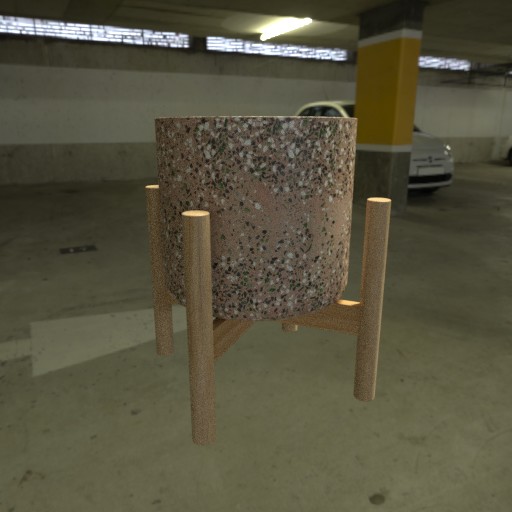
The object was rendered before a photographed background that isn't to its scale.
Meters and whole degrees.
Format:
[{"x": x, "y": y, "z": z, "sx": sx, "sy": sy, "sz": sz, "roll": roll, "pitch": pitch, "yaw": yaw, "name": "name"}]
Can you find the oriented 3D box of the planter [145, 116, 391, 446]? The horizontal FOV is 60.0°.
[{"x": 0.000, "y": 0.000, "z": 0.541, "sx": 0.284, "sy": 0.320, "sz": 0.284, "roll": -16, "pitch": 22, "yaw": -43, "name": "planter"}]
